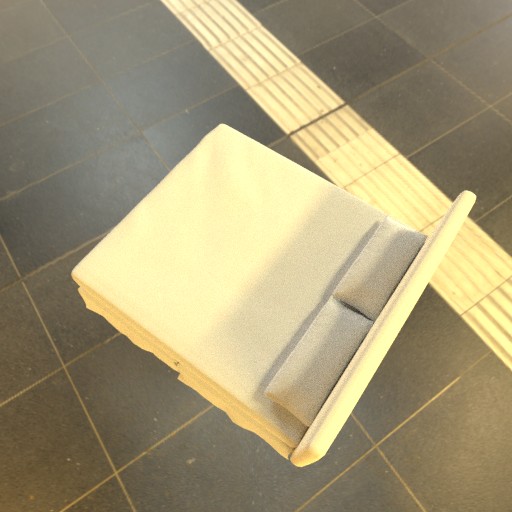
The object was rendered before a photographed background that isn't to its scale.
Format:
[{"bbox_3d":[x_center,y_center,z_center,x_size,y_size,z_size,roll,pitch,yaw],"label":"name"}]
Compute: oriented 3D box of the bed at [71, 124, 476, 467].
[{"bbox_3d":[0.000,0.000,3.530,2.341,1.317,2.119,33,67,16],"label":"bed"}]
